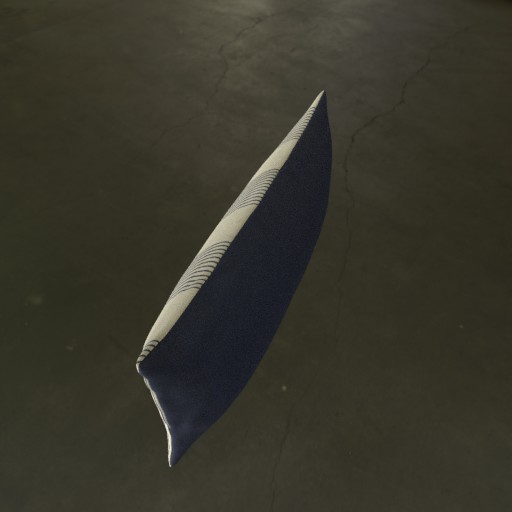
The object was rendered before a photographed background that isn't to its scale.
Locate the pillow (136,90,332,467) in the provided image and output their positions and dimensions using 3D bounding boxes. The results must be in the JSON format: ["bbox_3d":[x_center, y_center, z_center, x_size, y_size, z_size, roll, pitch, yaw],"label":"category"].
[{"bbox_3d":[0.000,0.000,0.718,0.151,0.287,0.610,17,49,16],"label":"pillow"}]
